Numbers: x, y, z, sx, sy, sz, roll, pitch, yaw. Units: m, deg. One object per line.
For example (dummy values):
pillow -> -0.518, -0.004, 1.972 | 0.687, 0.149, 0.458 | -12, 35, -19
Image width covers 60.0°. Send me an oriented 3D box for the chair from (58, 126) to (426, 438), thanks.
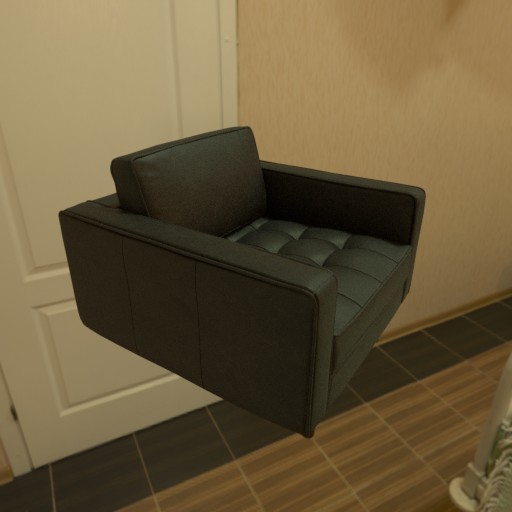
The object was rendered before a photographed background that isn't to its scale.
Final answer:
chair -> 0.000, 0.000, 1.545 | 0.914, 0.763, 0.889 | 16, 31, 30
